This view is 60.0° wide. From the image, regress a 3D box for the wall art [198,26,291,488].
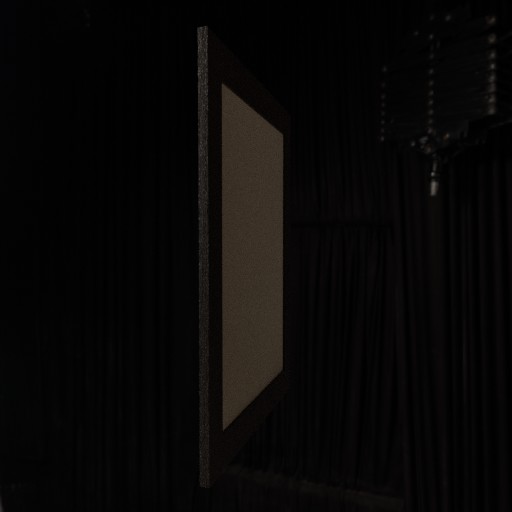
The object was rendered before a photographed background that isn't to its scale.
[{"bbox_3d":[0.000,0.000,0.658,0.013,0.508,0.359,1,2,19],"label":"wall art"}]
